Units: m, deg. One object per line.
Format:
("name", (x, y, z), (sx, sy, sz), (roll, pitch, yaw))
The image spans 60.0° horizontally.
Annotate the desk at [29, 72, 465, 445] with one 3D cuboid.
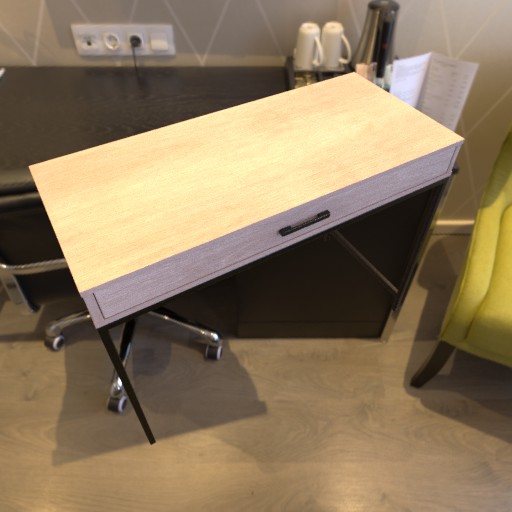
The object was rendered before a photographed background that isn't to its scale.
("desk", (0.000, 0.000, 1.401), (1.016, 0.762, 0.470), (-23, 51, -20))
